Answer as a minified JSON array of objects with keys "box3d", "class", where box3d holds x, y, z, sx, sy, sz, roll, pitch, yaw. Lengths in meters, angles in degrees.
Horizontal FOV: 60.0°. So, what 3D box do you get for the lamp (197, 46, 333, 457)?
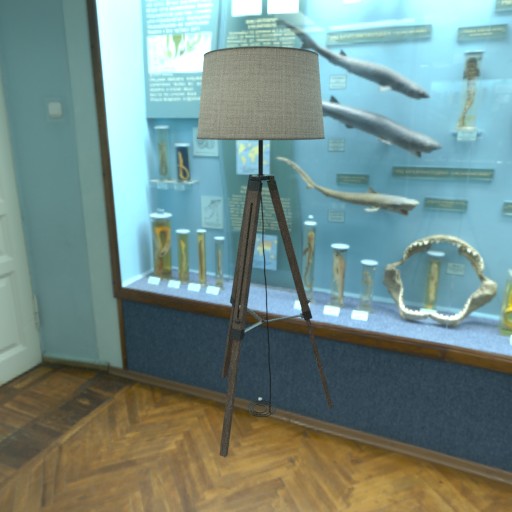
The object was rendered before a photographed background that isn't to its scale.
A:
[{"box3d":[0.000,0.000,1.806,0.604,1.510,0.587,8,18,24],"class":"lamp"}]
